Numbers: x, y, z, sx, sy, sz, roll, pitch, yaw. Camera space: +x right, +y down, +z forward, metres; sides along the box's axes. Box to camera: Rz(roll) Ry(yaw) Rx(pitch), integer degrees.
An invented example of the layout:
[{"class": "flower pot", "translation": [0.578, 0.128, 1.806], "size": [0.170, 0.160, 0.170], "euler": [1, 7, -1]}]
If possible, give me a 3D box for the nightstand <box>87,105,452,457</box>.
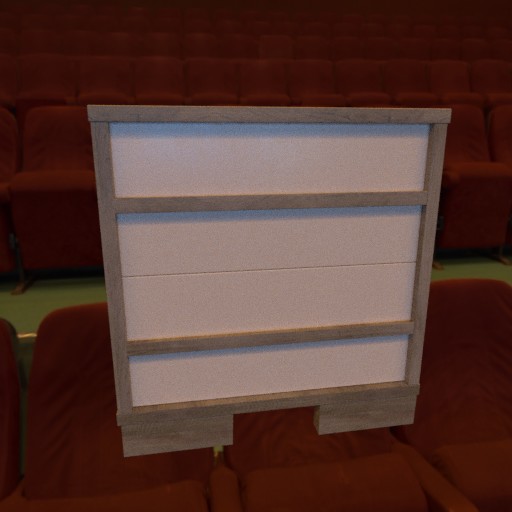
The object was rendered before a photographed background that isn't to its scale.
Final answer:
[{"class": "nightstand", "translation": [0.000, 0.000, 0.732], "size": [0.427, 0.448, 0.347], "euler": [-3, 16, -9]}]
